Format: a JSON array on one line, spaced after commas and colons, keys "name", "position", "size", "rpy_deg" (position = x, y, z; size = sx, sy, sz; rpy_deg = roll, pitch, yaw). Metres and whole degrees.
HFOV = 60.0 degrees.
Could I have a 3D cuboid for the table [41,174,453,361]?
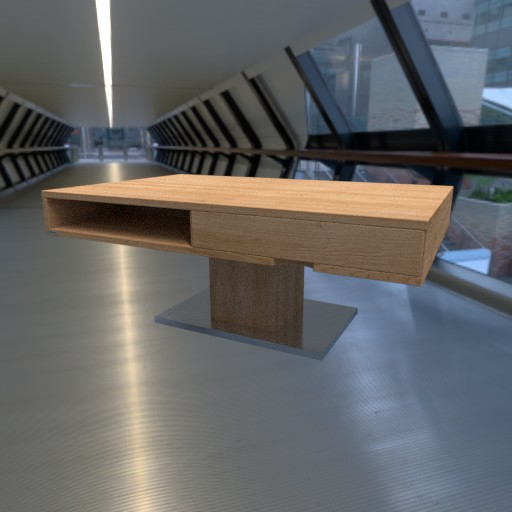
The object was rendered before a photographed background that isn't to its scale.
[{"name": "table", "position": [0.000, 0.000, 1.452], "size": [1.100, 0.440, 0.700], "rpy_deg": [7, 17, 26]}]
